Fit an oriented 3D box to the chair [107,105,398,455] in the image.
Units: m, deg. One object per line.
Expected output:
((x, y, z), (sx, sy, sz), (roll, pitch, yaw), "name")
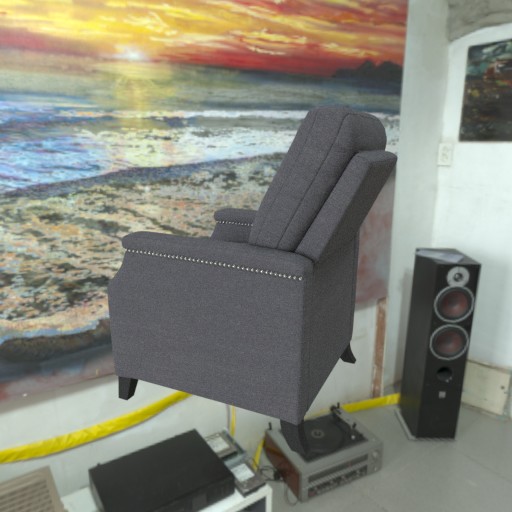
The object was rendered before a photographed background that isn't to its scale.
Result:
((0.000, 0.000, 1.684), (0.922, 1.049, 0.710), (7, 16, 24), "chair")
